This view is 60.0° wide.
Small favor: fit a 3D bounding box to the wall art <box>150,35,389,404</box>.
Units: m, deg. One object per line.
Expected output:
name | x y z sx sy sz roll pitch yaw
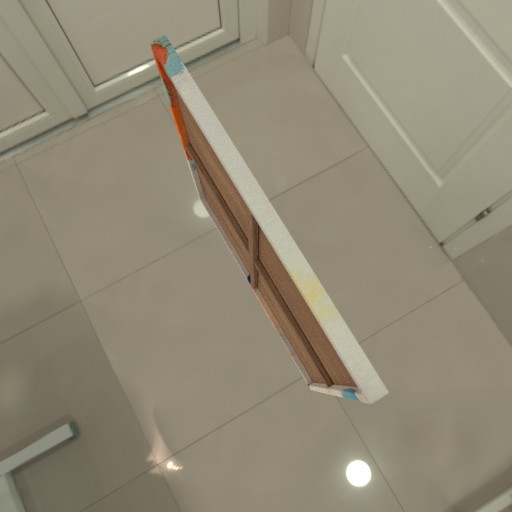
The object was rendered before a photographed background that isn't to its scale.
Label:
wall art | 0.000 0.000 1.209 0.037 0.814 0.814 -29 77 -8
